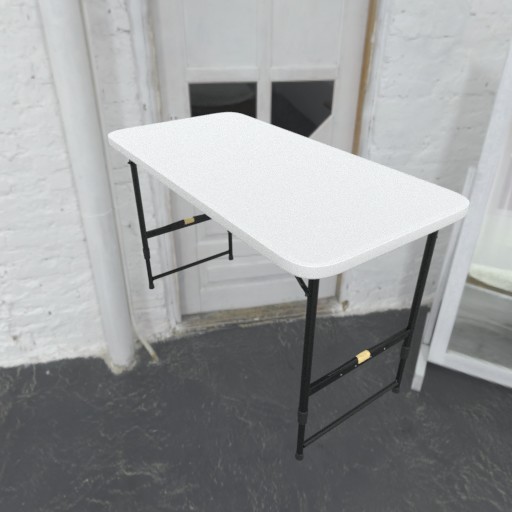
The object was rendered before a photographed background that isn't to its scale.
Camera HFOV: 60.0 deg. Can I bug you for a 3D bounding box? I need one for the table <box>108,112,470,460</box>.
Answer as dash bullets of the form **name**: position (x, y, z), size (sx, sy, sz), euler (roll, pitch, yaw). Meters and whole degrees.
- **table**: position (0.000, 0.000, 1.641), size (0.610, 0.737, 1.219), euler (-20, 37, -30)
